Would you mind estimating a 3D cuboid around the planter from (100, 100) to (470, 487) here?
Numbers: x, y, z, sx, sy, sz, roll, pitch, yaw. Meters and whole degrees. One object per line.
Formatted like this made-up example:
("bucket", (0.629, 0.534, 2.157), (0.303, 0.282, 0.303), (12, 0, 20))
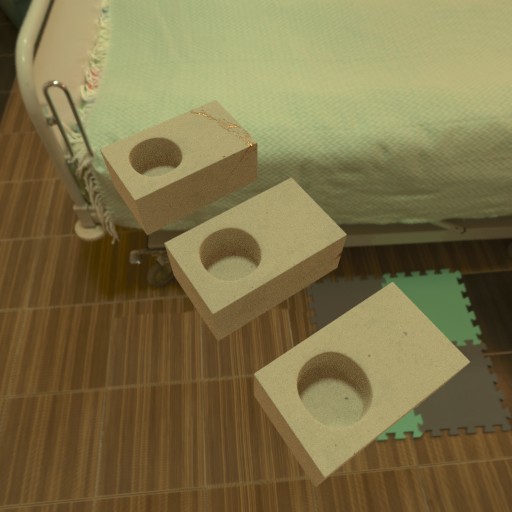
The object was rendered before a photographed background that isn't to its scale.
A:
("planter", (0.000, 0.000, 0.378), (0.127, 0.051, 0.333), (-30, 62, -18))
